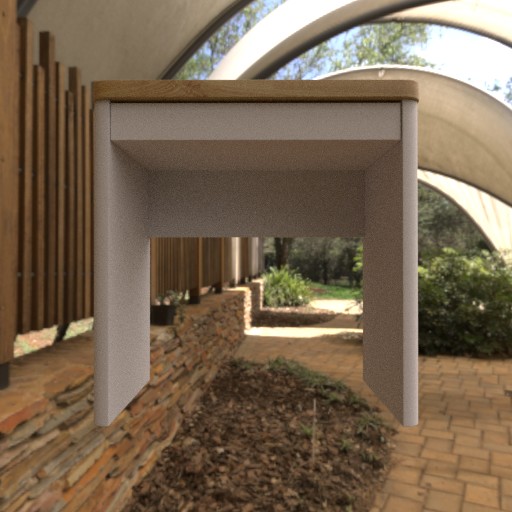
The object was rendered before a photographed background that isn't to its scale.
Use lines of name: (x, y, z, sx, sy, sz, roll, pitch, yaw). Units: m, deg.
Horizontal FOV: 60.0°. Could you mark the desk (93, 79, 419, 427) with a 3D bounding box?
desk: (0.000, 0.000, 1.214, 0.760, 0.790, 0.440, 0, 0, 0)
